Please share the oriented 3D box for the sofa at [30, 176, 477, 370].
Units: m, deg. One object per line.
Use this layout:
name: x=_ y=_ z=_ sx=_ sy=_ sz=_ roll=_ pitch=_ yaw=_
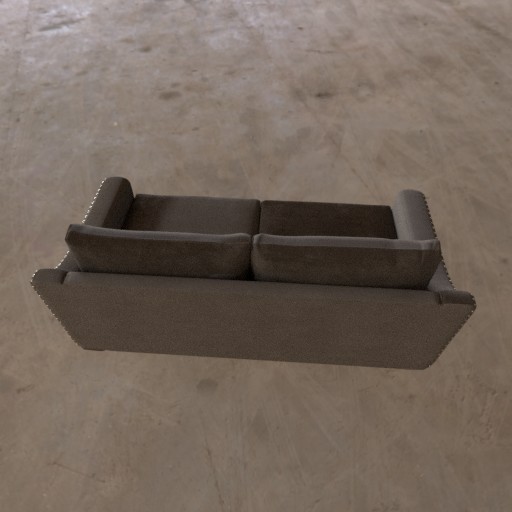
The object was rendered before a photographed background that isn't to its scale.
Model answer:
sofa: x=0.000 y=0.000 z=3.244 sx=2.550 sy=1.196 sz=1.336 roll=3 pitch=47 yaw=3
